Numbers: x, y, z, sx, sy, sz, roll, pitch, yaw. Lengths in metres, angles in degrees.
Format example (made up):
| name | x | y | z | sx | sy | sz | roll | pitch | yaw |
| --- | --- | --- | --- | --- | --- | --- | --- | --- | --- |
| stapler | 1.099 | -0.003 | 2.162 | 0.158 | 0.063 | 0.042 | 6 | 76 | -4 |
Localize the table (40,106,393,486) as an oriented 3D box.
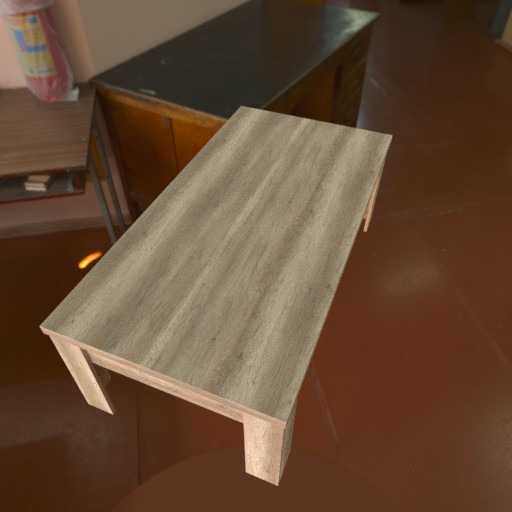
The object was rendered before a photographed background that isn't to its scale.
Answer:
| name | x | y | z | sx | sy | sz | roll | pitch | yaw |
| --- | --- | --- | --- | --- | --- | --- | --- | --- | --- |
| table | 0.000 | 0.000 | 1.695 | 0.700 | 0.460 | 1.350 | 16 | 47 | 15 |
